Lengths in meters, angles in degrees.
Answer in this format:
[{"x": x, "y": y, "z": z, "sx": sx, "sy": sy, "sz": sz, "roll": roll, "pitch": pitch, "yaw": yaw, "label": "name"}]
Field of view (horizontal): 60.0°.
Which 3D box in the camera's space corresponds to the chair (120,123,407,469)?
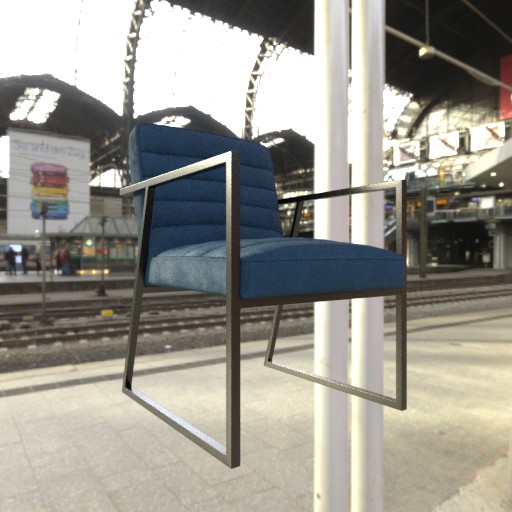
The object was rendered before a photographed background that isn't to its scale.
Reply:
[{"x": 0.000, "y": 0.000, "z": 1.280, "sx": 0.571, "sy": 0.833, "sz": 0.677, "roll": 0, "pitch": 0, "yaw": -36, "label": "chair"}]
